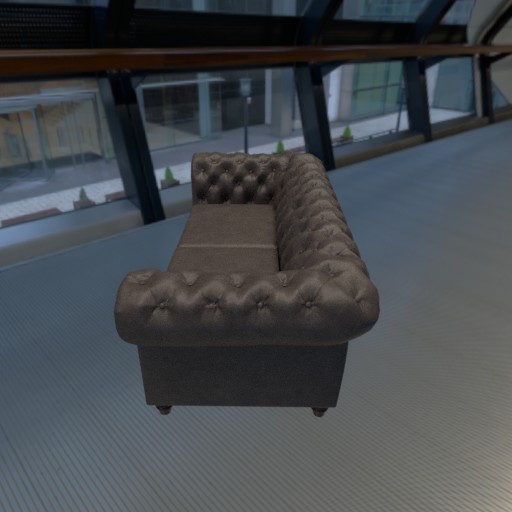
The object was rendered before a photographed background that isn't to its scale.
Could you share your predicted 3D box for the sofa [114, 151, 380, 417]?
[{"bbox_3d":[0.000,0.000,2.518,0.944,0.779,2.048,0,27,1],"label":"sofa"}]
